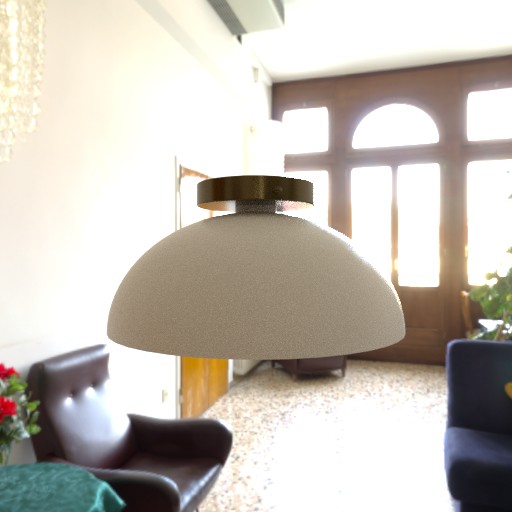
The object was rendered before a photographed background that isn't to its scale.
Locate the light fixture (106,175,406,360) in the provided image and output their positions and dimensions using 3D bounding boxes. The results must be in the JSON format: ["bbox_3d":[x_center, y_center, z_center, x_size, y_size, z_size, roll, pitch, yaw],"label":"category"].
[{"bbox_3d":[0.000,0.000,0.555,0.355,0.177,0.355,0,0,0],"label":"light fixture"}]
